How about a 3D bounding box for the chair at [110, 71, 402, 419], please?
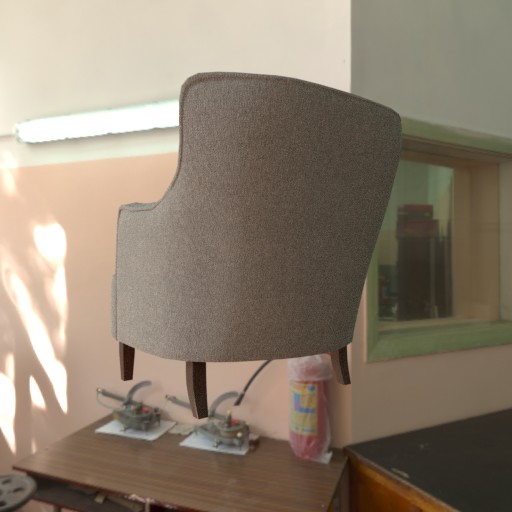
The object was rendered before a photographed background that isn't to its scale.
[{"bbox_3d":[0.000,0.000,1.532,0.820,0.920,0.910,1,-1,-36],"label":"chair"}]
